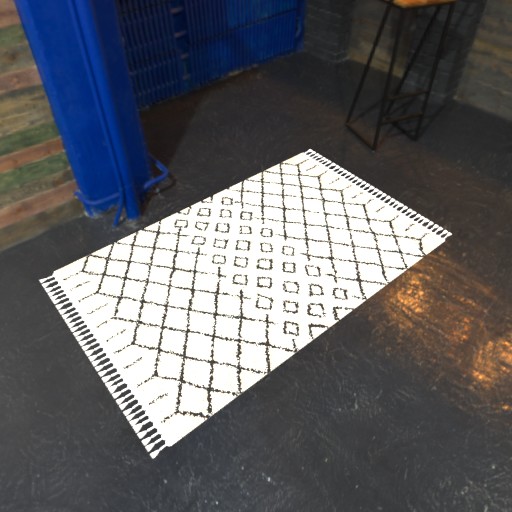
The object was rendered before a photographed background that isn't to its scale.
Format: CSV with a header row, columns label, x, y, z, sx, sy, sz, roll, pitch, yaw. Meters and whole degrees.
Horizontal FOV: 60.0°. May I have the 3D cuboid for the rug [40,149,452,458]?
label,x,y,z,sx,sy,sz,roll,pitch,yaw
rug,0.000,0.000,2.473,2.006,0.008,1.196,-30,53,-26
